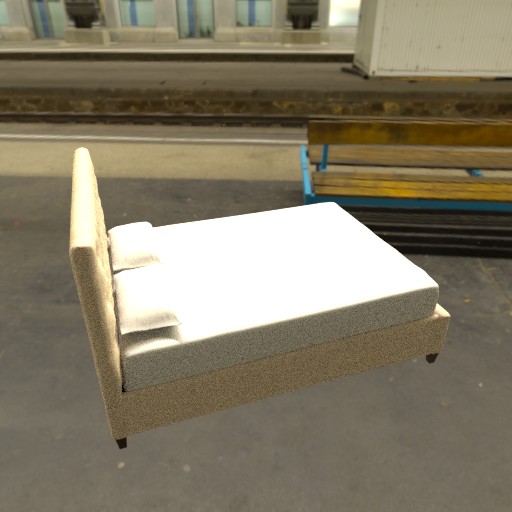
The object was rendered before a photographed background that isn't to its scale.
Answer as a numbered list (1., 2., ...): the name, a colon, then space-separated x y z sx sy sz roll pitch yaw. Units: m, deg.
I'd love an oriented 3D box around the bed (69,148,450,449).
1. bed: 0.000 0.000 3.370 2.387 1.427 1.698 -10 31 -16
